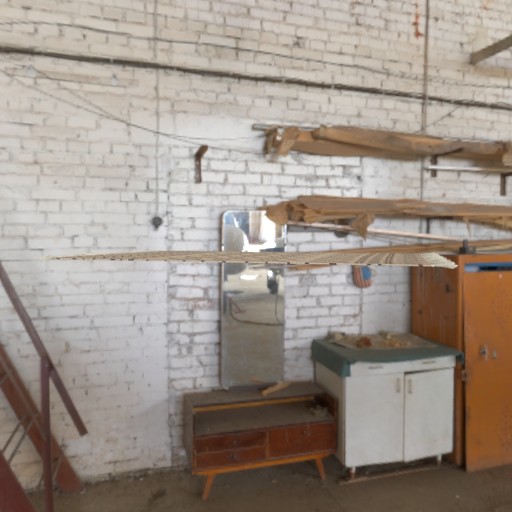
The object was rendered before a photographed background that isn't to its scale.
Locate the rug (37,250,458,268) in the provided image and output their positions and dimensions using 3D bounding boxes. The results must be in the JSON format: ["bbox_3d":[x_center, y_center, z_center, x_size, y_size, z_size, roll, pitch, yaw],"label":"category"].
[{"bbox_3d":[0.000,0.000,2.566,2.023,0.028,1.224,1,3,18],"label":"rug"}]
